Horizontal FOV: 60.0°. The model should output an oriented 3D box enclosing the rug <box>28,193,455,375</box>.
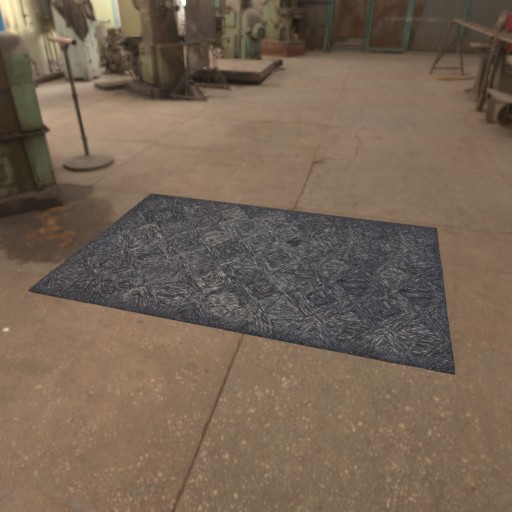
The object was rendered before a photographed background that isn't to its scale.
[{"bbox_3d":[0.000,0.000,2.190,1.754,0.010,1.139,8,32,14],"label":"rug"}]
